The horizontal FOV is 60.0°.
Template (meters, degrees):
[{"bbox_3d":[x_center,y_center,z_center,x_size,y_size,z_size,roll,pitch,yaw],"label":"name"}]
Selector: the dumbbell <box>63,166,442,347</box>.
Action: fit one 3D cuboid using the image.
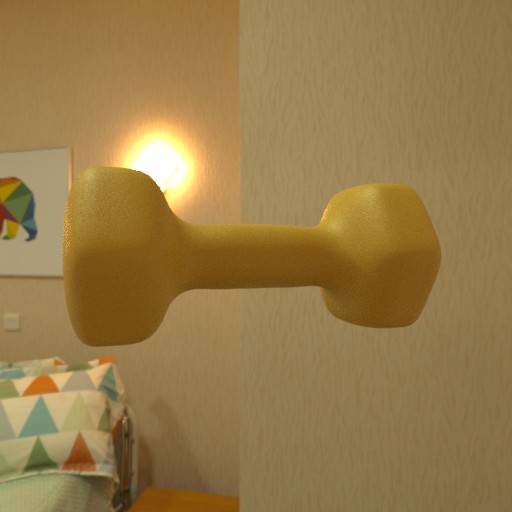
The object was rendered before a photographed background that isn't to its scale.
[{"bbox_3d":[0.000,0.000,0.239,0.190,0.082,0.090,0,0,-18],"label":"dumbbell"}]
